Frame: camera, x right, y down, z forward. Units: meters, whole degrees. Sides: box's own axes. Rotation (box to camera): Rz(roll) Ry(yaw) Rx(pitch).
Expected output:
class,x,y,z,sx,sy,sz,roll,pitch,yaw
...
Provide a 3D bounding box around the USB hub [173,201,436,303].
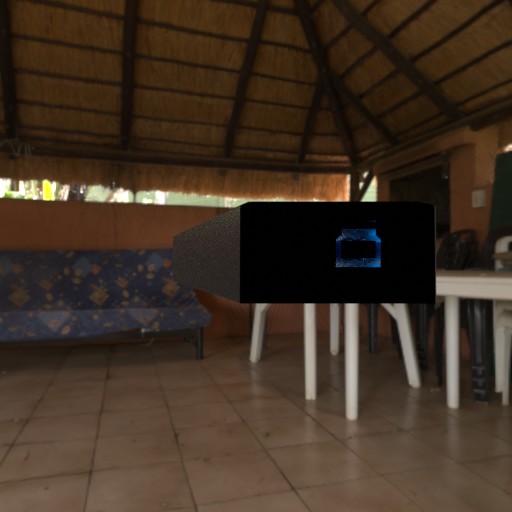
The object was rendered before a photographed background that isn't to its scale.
class,x,y,z,sx,sy,sz,roll,pitch,yaw
USB hub,0.000,0.000,0.162,0.044,0.023,0.145,0,-1,-17
